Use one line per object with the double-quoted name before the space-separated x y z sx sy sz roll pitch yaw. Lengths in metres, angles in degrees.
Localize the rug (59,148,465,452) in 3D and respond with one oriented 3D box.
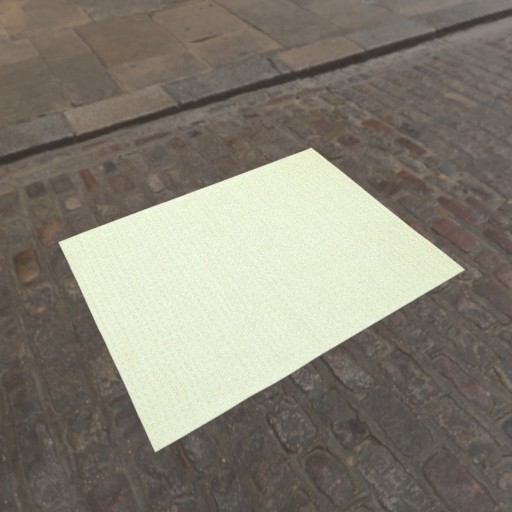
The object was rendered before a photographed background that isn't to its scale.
"rug" 0.000 0.000 4.374 3.204 0.016 2.452 -25 52 -21
